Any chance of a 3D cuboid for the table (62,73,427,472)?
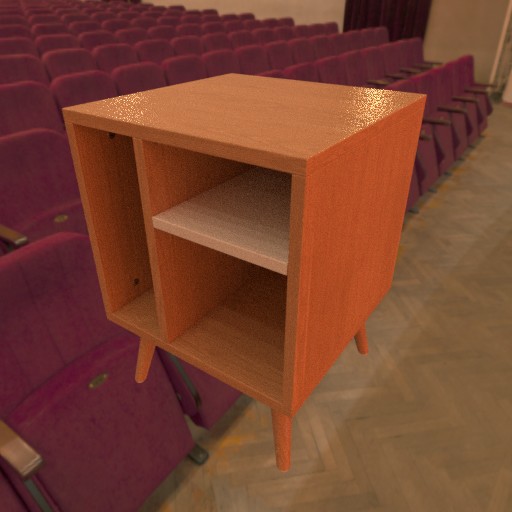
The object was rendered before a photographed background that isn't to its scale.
[{"bbox_3d":[0.000,0.000,0.817,0.400,0.550,0.400,19,36,29],"label":"table"}]
